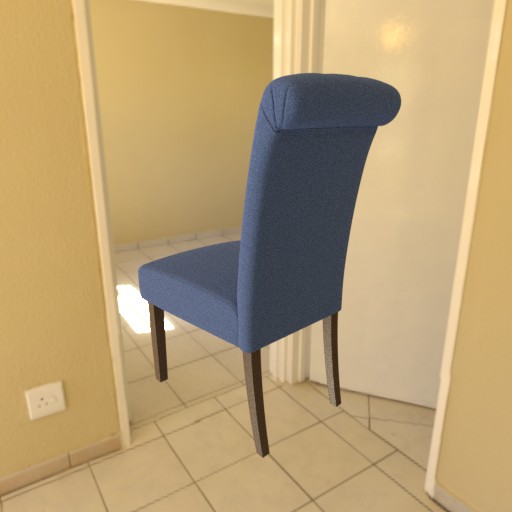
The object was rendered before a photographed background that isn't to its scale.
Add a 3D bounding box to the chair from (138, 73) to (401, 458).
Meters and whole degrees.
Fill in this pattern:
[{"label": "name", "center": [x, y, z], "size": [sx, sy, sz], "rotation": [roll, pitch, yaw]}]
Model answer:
[{"label": "chair", "center": [0.000, 0.000, 1.361], "size": [0.456, 1.006, 0.671], "rotation": [-16, 24, -40]}]
